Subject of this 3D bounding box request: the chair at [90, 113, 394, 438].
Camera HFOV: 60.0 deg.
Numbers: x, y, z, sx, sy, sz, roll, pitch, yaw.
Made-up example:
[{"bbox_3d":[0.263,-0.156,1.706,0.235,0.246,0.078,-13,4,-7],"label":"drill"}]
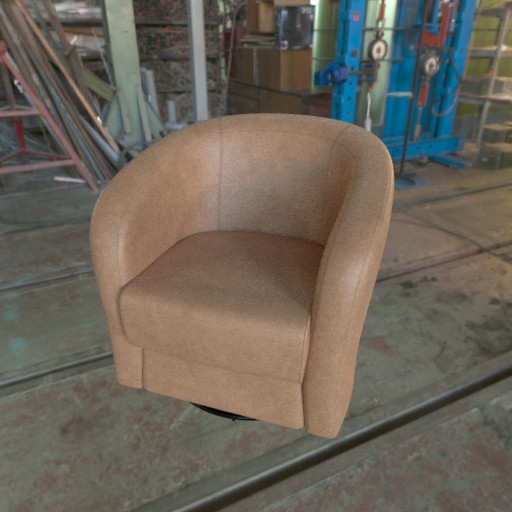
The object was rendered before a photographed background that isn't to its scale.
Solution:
[{"bbox_3d":[0.000,0.000,1.430,0.791,0.771,0.815,9,28,16],"label":"chair"}]
